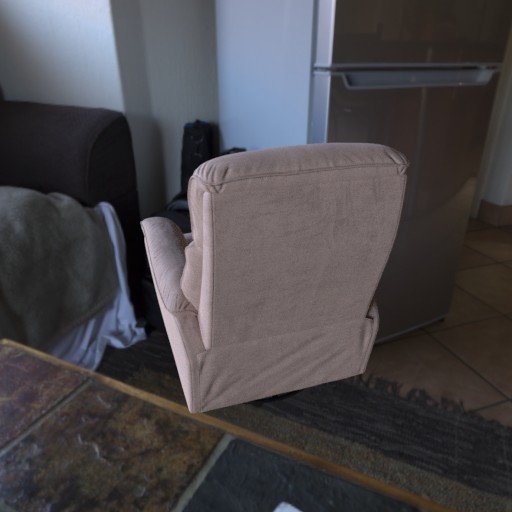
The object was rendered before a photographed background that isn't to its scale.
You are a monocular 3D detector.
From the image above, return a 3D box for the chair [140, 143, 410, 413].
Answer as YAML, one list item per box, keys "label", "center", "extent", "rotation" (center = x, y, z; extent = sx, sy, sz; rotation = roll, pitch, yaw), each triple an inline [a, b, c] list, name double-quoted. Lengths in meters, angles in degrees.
- label: "chair"
  center: [0.000, 0.000, 1.755]
  extent: [0.820, 1.037, 1.004]
  rotation: [-8, 27, -16]
